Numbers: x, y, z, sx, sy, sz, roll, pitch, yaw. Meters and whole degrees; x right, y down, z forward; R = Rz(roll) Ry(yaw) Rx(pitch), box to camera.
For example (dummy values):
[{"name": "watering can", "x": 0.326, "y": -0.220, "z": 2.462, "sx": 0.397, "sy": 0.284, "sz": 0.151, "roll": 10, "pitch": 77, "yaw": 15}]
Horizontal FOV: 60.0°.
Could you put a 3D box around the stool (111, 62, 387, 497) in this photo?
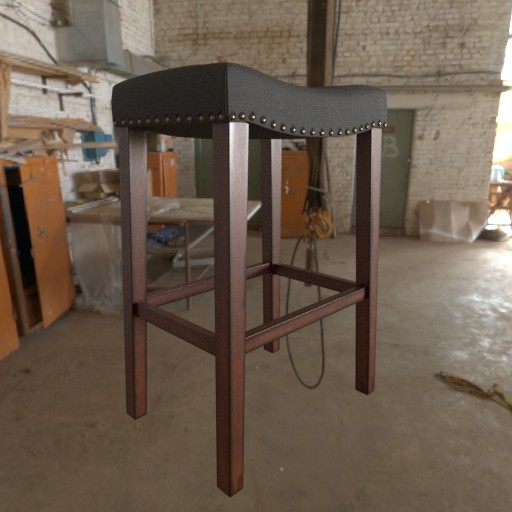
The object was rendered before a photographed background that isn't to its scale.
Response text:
[{"name": "stool", "x": 0.000, "y": 0.000, "z": 1.004, "sx": 0.366, "sy": 0.748, "sz": 0.502, "roll": 14, "pitch": 20, "yaw": 43}]
